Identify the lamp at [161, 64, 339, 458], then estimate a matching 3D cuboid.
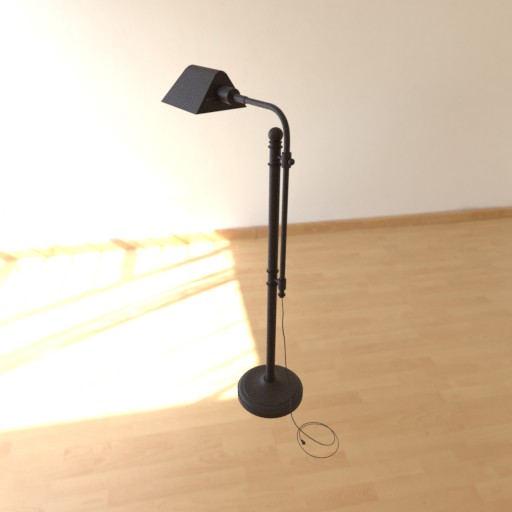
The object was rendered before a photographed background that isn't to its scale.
[{"bbox_3d":[0.000,0.000,0.941,0.159,0.708,0.545,-20,35,-30],"label":"lamp"}]
